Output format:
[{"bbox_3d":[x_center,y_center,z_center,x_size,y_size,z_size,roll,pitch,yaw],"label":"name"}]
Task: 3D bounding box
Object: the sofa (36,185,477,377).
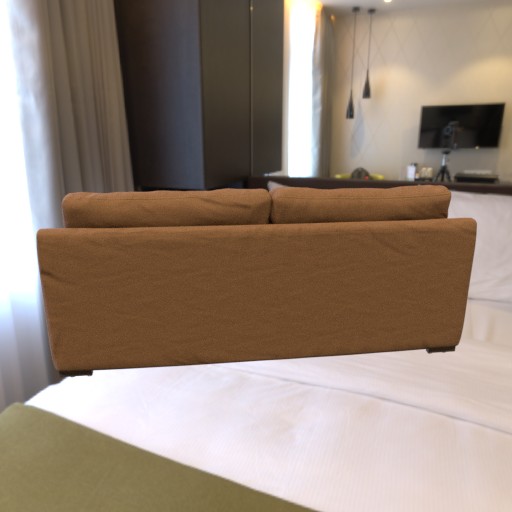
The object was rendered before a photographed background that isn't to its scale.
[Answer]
[{"bbox_3d":[0.000,0.000,2.823,2.274,0.950,1.140,-2,16,-7],"label":"sofa"}]
